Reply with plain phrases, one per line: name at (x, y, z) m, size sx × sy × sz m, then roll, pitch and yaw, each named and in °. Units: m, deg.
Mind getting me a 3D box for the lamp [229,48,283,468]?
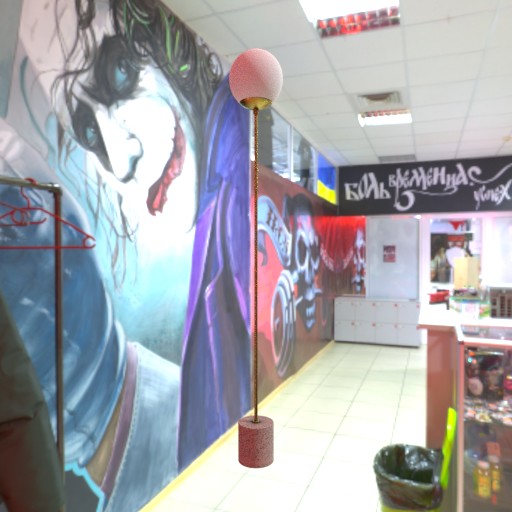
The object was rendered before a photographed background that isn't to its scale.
lamp at (0.000, 0.000, 1.895) m, size 0.229 × 1.748 × 0.229 m, roll 0°, pitch 0°, yaw -36°
